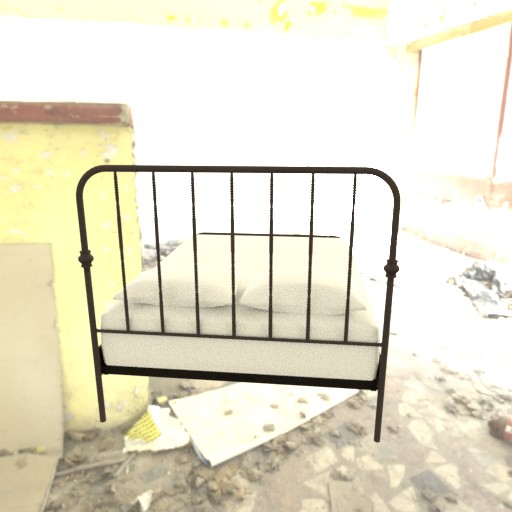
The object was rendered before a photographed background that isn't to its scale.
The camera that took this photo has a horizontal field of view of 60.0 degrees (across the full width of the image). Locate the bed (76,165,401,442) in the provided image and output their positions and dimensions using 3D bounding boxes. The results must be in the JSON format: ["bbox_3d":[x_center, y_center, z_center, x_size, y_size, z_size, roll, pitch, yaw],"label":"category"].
[{"bbox_3d":[0.000,0.000,3.259,1.616,1.446,2.134,2,16,6],"label":"bed"}]
